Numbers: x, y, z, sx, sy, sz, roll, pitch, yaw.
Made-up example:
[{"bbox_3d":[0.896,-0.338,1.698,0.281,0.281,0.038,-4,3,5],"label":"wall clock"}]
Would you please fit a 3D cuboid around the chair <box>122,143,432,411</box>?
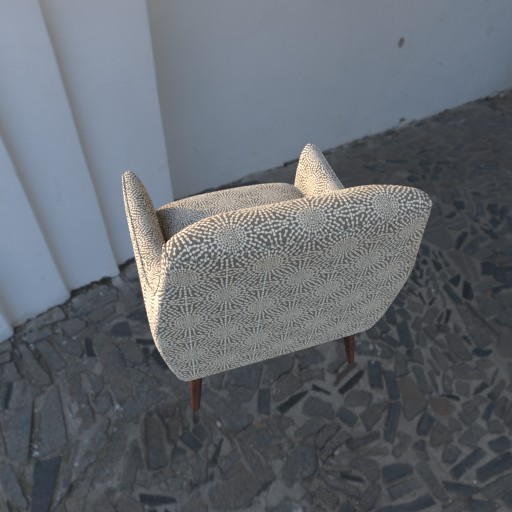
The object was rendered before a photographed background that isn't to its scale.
[{"bbox_3d":[0.000,0.000,1.474,0.762,0.838,0.787,-13,43,-14],"label":"chair"}]
